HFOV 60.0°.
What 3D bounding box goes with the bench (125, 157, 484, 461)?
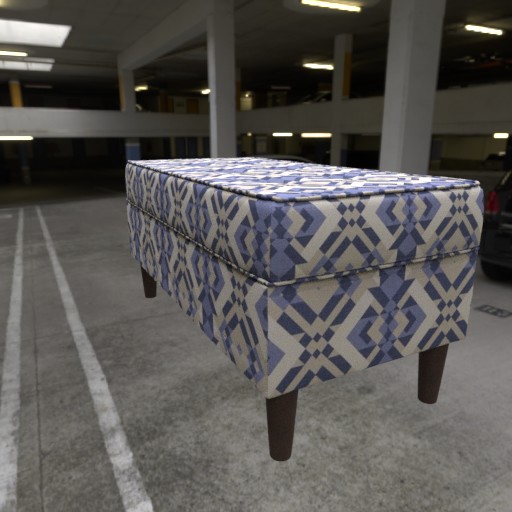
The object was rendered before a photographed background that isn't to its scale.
[{"bbox_3d":[0.000,0.000,1.219,0.492,0.477,1.016,-8,17,-26],"label":"bench"}]
